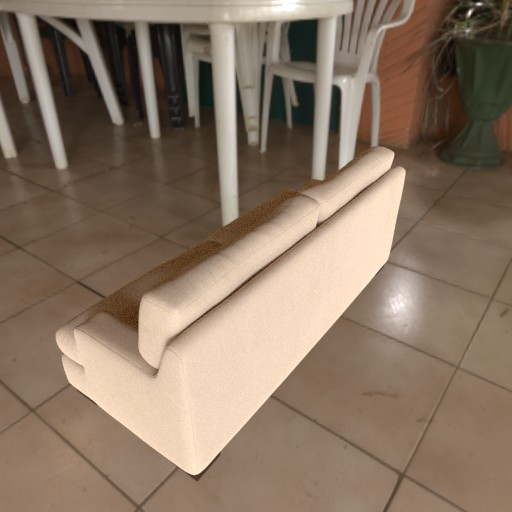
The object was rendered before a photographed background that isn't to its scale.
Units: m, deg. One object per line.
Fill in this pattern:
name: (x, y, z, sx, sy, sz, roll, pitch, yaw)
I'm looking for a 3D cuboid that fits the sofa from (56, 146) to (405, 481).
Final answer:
sofa: (0.000, 0.000, 2.587, 0.929, 0.925, 2.147, 21, 38, 30)
